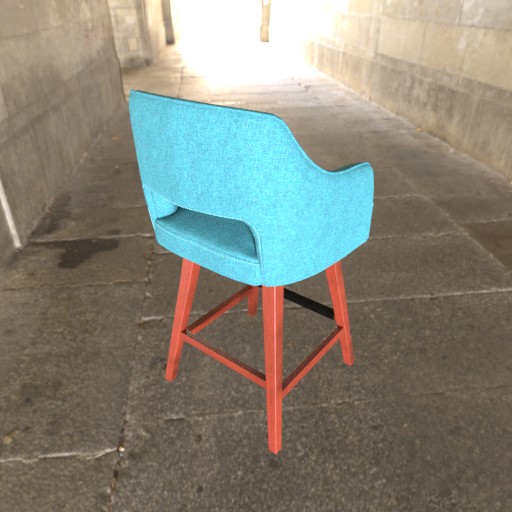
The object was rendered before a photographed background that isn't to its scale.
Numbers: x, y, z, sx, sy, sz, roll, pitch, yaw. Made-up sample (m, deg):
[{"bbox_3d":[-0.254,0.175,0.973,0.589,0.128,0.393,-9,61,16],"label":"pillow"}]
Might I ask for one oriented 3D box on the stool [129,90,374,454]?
[{"bbox_3d":[0.000,0.000,1.296,0.548,0.961,0.556,22,37,32],"label":"stool"}]
